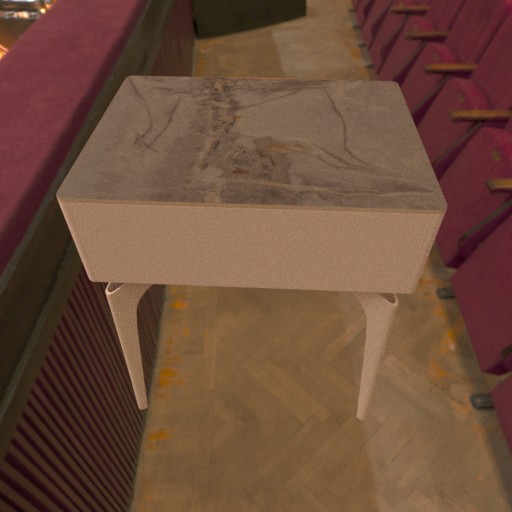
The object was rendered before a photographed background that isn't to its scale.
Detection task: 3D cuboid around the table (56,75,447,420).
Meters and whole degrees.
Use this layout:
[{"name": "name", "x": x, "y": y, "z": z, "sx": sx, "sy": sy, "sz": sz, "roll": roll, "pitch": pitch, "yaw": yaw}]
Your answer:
[{"name": "table", "x": 0.000, "y": 0.000, "z": 0.895, "sx": 0.500, "sy": 0.570, "sz": 0.400, "roll": 2, "pitch": 45, "yaw": 2}]
